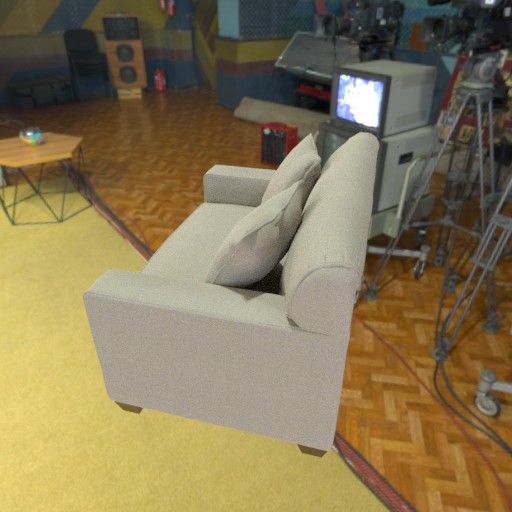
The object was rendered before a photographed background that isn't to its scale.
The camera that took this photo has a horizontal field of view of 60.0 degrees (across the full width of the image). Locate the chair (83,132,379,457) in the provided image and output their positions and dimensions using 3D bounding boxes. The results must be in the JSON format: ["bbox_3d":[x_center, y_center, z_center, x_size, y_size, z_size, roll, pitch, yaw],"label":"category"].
[{"bbox_3d":[0.000,0.000,2.124,1.000,0.948,1.383,8,32,13],"label":"chair"}]
